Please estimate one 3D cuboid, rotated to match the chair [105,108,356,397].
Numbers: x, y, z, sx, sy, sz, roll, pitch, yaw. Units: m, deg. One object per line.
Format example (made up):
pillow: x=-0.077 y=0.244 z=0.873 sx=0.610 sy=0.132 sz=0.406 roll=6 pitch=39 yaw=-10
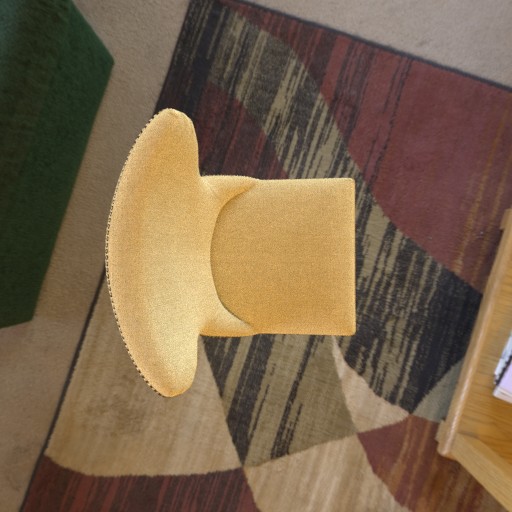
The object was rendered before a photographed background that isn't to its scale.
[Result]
chair: x=0.000 y=0.000 z=1.459 sx=0.681 sy=1.002 sz=0.654 roll=0 pitch=89 yaw=1
